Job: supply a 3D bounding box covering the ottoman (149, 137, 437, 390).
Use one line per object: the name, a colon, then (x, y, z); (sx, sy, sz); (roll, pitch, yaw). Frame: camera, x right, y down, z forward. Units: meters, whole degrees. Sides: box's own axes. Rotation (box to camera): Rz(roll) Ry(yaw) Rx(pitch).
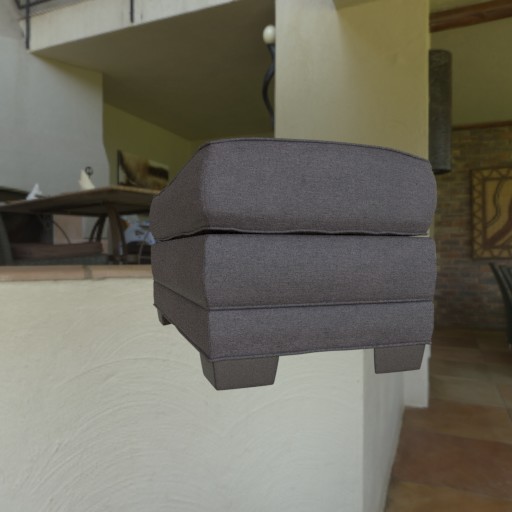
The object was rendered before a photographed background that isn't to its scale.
ottoman: (0.000, 0.000, 1.186); (0.490, 0.448, 0.864); (0, 1, -19)
